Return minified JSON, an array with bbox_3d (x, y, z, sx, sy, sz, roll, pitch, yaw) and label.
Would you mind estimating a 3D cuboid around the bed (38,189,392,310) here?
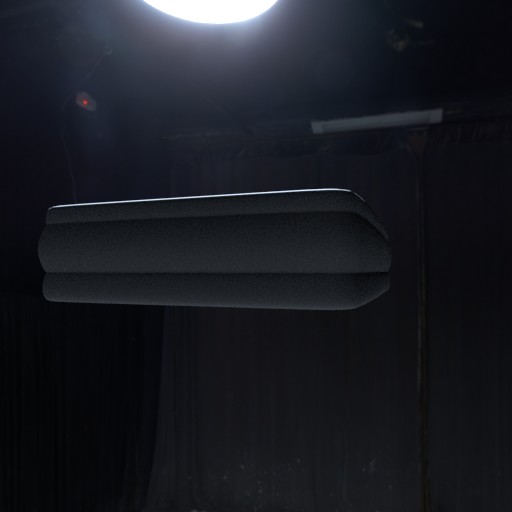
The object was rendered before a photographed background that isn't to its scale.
[{"bbox_3d":[0.000,0.000,2.695,1.520,0.460,2.036,-1,-2,20],"label":"bed"}]
